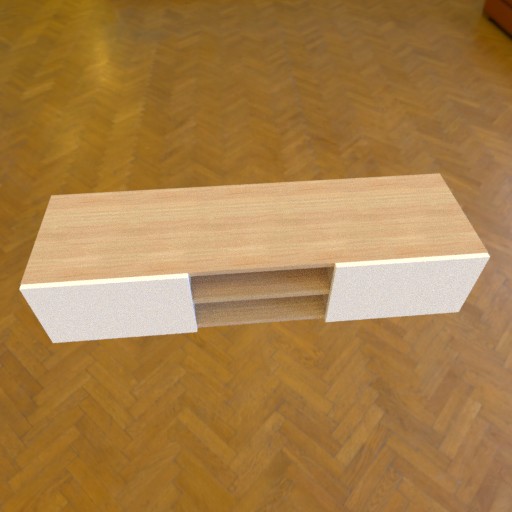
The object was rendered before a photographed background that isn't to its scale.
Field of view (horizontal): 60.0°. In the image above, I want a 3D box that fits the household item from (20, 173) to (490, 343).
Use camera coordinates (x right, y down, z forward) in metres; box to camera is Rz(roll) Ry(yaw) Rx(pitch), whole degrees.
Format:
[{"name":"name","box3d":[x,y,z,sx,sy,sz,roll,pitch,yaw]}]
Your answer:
[{"name":"household item","box3d":[0.000,0.000,1.565,1.400,0.310,0.420,-4,47,-4]}]
